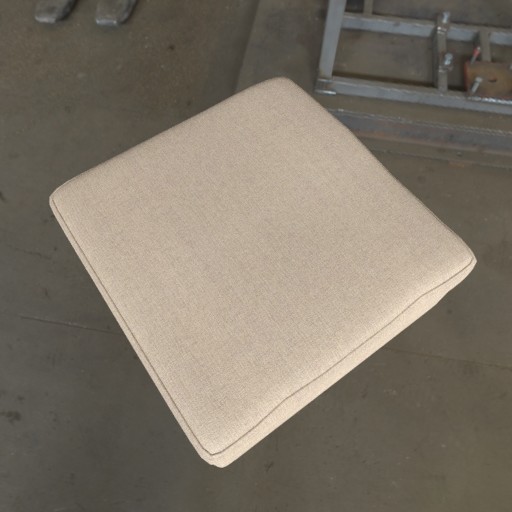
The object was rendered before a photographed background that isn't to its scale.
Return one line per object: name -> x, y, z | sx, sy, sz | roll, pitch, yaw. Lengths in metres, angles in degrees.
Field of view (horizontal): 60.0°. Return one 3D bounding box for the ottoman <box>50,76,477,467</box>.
ottoman -> 0.000, 0.000, 1.318 | 0.838, 0.481, 0.838 | -32, 67, -15
